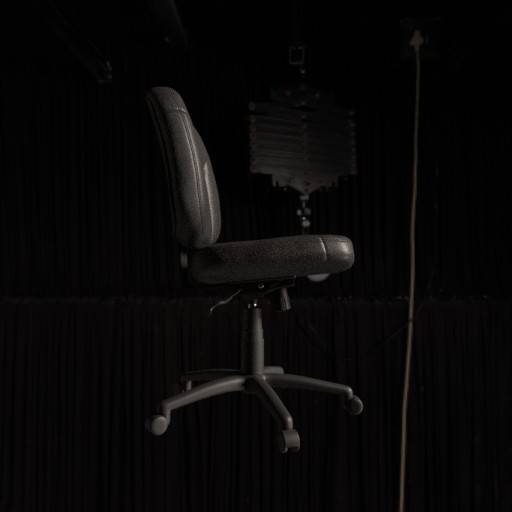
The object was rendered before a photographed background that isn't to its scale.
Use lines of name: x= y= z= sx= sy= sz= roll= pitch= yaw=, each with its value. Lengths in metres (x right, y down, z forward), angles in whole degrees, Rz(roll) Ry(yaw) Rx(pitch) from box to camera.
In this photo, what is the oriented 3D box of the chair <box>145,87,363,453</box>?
chair: x=0.000 y=0.000 z=1.376 sx=0.646 sy=0.959 sz=0.647 roll=0 pitch=-2 yaw=1
